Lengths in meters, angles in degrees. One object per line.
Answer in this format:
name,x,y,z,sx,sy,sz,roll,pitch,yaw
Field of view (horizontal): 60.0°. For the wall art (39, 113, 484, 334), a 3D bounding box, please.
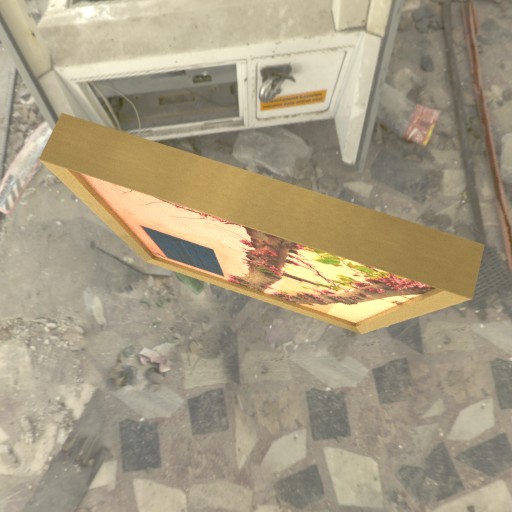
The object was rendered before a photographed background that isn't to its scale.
wall art,0.000,0.000,0.447,0.304,0.305,0.038,18,77,4
